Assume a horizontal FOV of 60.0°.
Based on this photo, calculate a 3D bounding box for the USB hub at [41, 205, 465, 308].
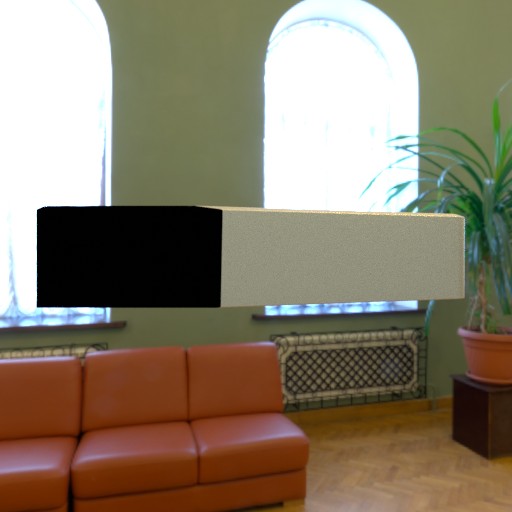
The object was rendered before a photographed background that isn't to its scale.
[{"bbox_3d":[0.000,0.000,0.125,0.110,0.023,0.044,0,0,-17],"label":"USB hub"}]
